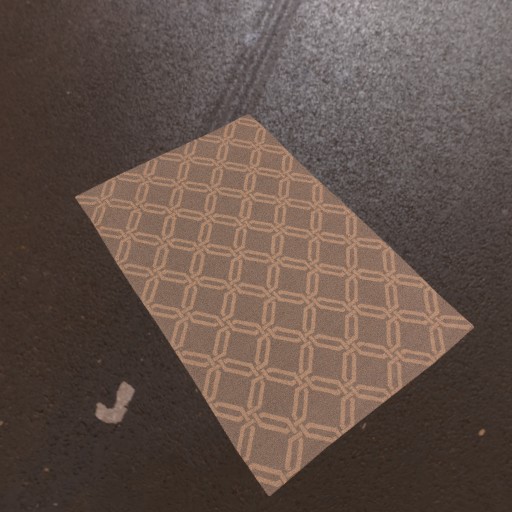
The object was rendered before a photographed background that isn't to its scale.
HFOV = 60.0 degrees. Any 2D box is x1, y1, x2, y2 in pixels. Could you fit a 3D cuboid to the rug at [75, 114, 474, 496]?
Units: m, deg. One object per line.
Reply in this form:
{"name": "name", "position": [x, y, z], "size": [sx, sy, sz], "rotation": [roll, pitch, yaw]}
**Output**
{"name": "rug", "position": [0.000, 0.000, 2.169], "size": [1.148, 0.010, 1.754], "rotation": [-31, 63, -18]}
